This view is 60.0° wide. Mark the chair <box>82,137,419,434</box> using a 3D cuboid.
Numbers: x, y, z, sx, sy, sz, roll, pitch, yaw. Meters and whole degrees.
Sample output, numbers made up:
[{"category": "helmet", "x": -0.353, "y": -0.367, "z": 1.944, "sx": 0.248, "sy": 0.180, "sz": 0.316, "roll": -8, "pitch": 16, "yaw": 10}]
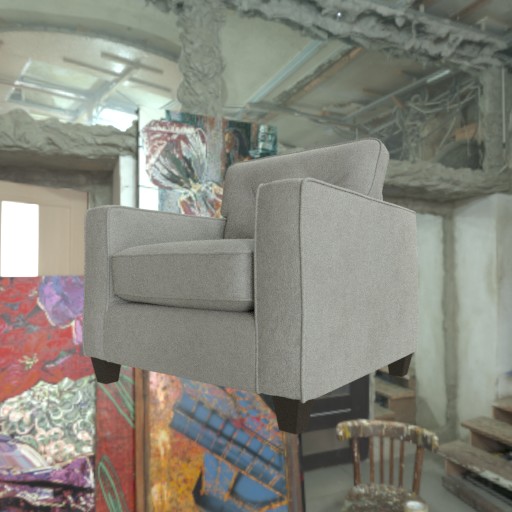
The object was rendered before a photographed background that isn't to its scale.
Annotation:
[{"category": "chair", "x": 0.000, "y": 0.000, "z": 1.763, "sx": 1.015, "sy": 0.965, "sz": 0.939, "roll": -1, "pitch": -2, "yaw": 37}]
